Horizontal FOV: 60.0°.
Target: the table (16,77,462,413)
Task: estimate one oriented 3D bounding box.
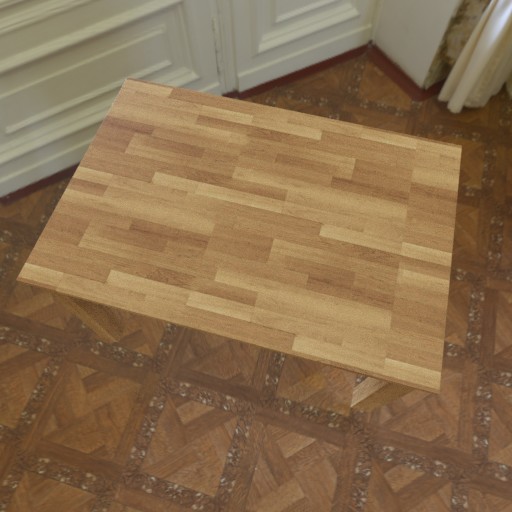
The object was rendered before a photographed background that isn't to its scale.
[{"bbox_3d":[0.000,0.000,1.829,1.300,0.750,0.900,14,65,7],"label":"table"}]
